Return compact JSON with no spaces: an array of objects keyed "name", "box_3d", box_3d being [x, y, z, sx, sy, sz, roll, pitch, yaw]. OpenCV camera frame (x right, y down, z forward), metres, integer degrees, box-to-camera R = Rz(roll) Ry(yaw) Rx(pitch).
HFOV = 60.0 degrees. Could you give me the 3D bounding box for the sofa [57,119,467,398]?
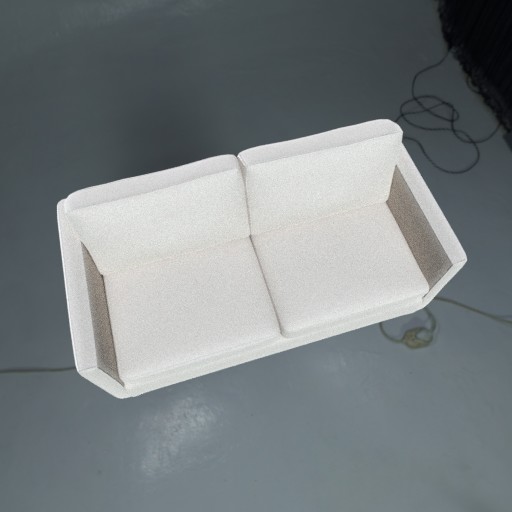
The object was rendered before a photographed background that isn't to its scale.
[{"name":"sofa","box_3d":[0.000,0.000,2.219,1.722,0.888,0.873,-15,64,-7]}]
